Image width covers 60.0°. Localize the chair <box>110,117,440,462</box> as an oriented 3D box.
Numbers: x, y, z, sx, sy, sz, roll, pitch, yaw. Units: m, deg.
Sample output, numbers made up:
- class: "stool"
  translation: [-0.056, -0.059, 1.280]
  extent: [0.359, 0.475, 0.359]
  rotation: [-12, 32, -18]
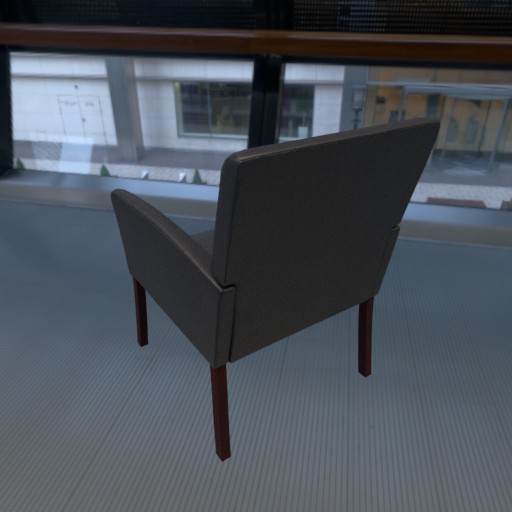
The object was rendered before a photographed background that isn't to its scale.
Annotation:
- class: "chair"
  translation: [0.000, 0.000, 1.469]
  extent: [0.683, 0.951, 0.772]
  rotation: [-18, 34, -30]
